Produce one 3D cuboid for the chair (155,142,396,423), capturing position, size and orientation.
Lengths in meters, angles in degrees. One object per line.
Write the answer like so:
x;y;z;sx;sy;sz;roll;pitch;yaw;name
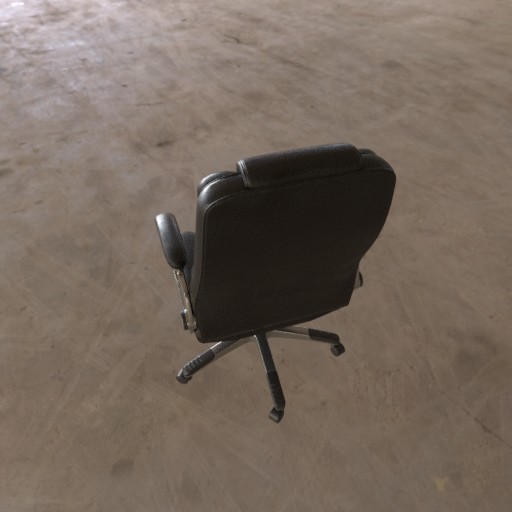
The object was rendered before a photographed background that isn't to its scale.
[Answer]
0.000;0.000;1.527;0.697;1.075;0.689;-12;43;-13;chair
